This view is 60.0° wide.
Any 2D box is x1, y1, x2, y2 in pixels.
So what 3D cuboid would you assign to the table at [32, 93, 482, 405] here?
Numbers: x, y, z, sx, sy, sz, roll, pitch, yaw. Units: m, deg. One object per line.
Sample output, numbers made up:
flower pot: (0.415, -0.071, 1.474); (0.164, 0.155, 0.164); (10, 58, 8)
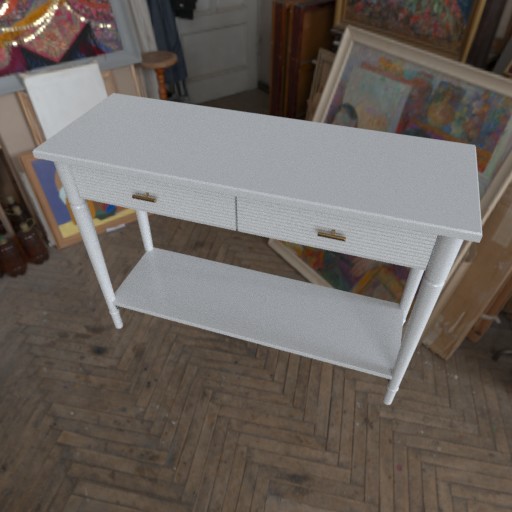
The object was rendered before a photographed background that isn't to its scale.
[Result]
table: (0.000, 0.000, 1.381); (1.067, 0.749, 0.381); (13, 44, 13)
